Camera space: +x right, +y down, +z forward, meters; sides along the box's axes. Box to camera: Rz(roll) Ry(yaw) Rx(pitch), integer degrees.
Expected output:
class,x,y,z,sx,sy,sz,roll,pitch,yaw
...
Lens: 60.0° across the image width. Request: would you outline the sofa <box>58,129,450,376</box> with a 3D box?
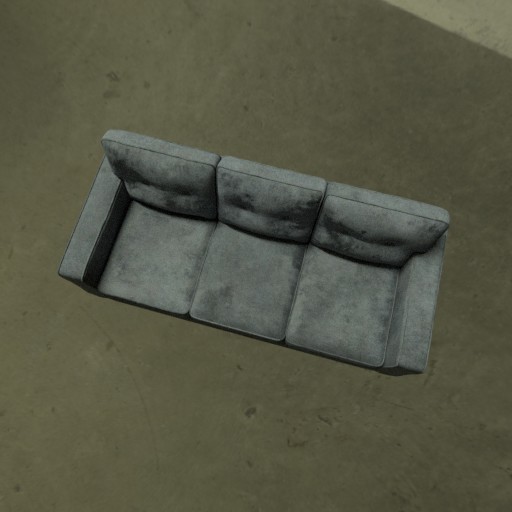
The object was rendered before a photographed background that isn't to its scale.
class,x,y,z,sx,sy,sz,roll,pitch,yaw
sofa,0.000,0.000,2.722,2.133,0.965,0.939,14,74,4
